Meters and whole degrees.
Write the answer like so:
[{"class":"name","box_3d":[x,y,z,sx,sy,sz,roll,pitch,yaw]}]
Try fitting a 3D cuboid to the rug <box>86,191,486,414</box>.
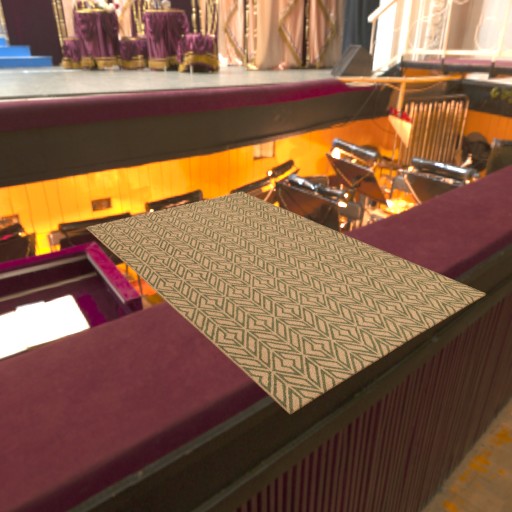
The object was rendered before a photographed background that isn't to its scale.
[{"class":"rug","box_3d":[0.000,0.000,3.035,1.517,0.011,2.435,-18,32,-33]}]
